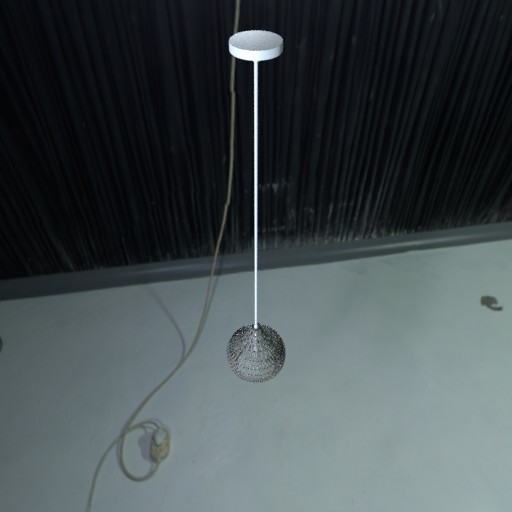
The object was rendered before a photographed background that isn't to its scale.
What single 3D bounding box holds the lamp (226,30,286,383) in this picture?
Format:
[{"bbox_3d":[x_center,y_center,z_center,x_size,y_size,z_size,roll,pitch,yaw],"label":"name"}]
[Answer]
[{"bbox_3d":[0.000,0.000,2.059,0.355,1.919,0.355,-11,47,-10],"label":"lamp"}]
